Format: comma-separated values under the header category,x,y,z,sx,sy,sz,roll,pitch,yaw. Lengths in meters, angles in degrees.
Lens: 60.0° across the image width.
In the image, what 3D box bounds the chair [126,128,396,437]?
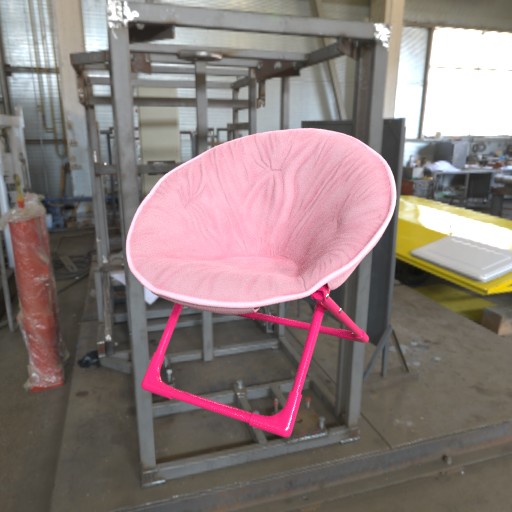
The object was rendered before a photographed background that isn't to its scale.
category,x,y,z,sx,sy,sz,roll,pitch,yaw
chair,0.000,0.000,0.891,0.522,0.494,0.459,8,18,26
